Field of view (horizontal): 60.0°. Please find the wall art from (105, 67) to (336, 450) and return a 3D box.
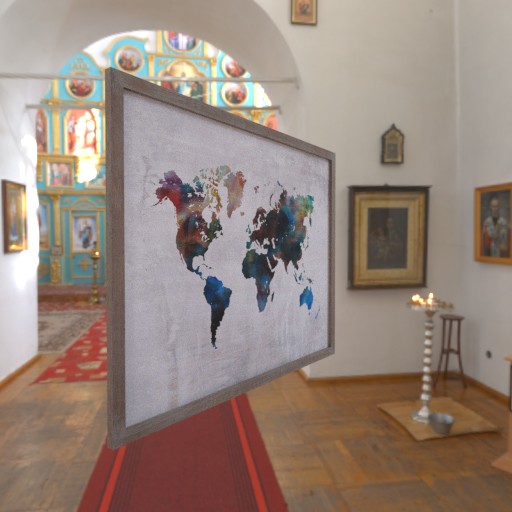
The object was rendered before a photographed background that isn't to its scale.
[{"bbox_3d":[0.000,0.000,1.309,0.019,0.774,1.012,1,1,36],"label":"wall art"}]
